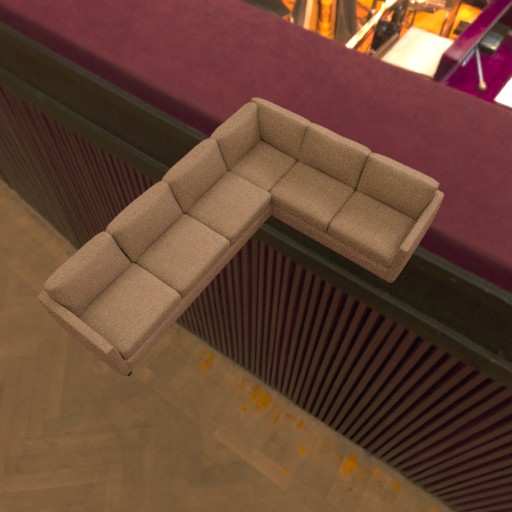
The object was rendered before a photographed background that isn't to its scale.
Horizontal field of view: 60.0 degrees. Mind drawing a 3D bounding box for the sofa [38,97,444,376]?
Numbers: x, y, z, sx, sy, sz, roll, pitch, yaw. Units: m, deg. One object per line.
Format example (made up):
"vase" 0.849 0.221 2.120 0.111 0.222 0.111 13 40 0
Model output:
"sofa" 0.000 0.000 4.478 2.522 0.934 3.333 32 63 19
